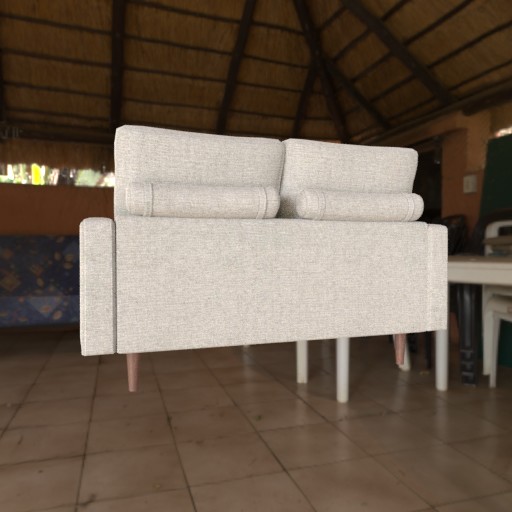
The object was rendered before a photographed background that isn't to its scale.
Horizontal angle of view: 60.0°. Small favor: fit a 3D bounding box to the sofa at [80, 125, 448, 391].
[{"bbox_3d":[0.000,0.000,1.955,1.407,0.907,0.842,0,1,-18],"label":"sofa"}]
